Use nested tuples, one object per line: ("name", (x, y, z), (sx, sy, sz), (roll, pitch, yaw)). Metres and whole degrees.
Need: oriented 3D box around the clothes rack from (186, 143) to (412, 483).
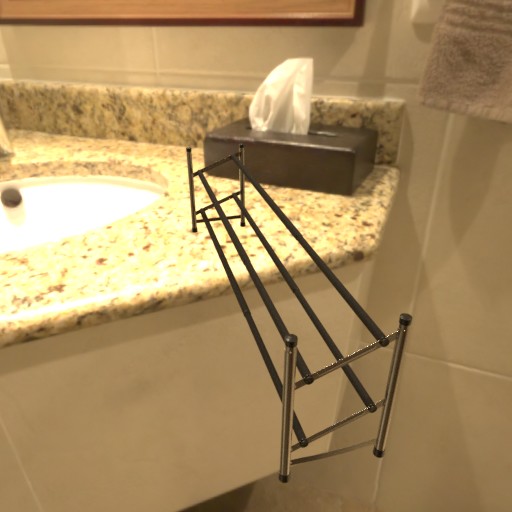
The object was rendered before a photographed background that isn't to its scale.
("clothes rack", (0.000, 0.000, 1.287), (0.229, 0.349, 1.168), (-8, 30, -14))
